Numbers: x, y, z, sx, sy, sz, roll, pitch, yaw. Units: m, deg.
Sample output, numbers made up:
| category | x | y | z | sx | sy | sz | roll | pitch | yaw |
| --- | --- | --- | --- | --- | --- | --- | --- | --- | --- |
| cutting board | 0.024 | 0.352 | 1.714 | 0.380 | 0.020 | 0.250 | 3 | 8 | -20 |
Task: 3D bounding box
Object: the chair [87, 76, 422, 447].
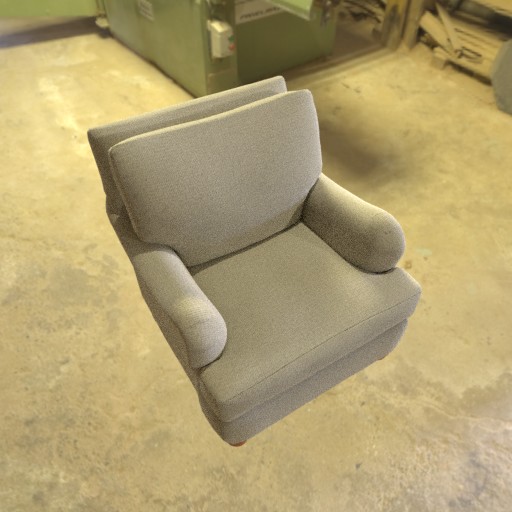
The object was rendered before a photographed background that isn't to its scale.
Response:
| category | x | y | z | sx | sy | sz | roll | pitch | yaw |
| --- | --- | --- | --- | --- | --- | --- | --- | --- | --- |
| chair | 0.000 | 0.000 | 1.851 | 0.955 | 1.038 | 1.070 | -24 | 51 | -21 |
